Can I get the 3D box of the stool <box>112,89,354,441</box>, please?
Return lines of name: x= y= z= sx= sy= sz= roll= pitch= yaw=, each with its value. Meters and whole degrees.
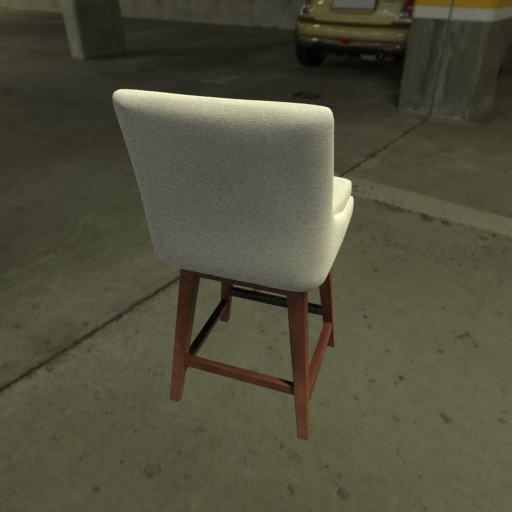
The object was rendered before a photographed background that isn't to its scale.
stool: x=0.000 y=0.000 z=1.283 sx=0.469 sy=0.991 sz=0.559 roll=11 pitch=34 yaw=16
